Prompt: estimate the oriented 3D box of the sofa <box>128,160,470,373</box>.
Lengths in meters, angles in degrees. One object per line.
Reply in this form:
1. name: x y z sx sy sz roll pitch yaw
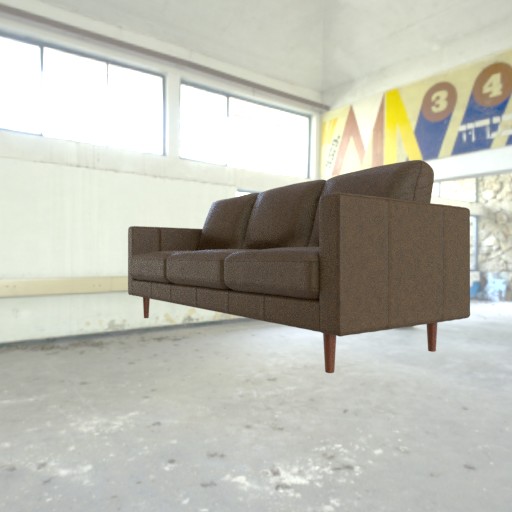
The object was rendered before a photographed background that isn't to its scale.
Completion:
1. sofa: 0.000 0.000 2.739 0.903 0.930 2.231 0 0 -35
